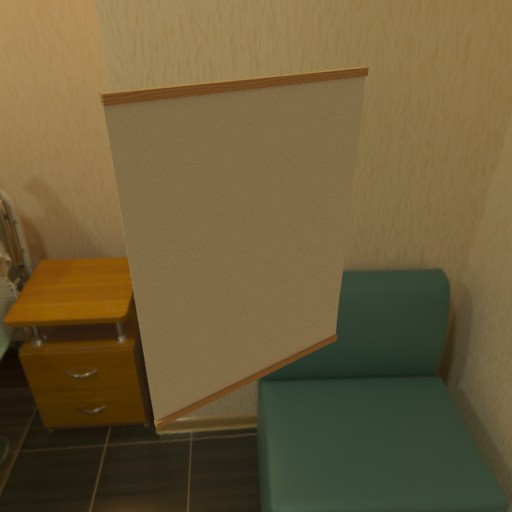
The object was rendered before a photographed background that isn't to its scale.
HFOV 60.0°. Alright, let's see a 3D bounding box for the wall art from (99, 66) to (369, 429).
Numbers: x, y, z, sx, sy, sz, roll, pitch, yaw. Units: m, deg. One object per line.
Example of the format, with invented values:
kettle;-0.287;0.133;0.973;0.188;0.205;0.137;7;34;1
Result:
wall art;0.000;0.000;0.805;0.458;0.605;0.011;-18;35;-29
